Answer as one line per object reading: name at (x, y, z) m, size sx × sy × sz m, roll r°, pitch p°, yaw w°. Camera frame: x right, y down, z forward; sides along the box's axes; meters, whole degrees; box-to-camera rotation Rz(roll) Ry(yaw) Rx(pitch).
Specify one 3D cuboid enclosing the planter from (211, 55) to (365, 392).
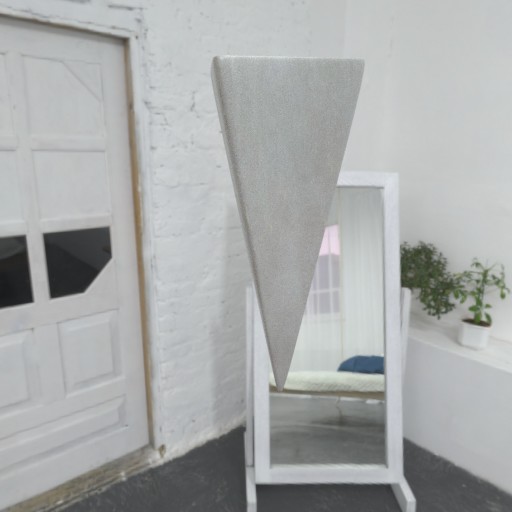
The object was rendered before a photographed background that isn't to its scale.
planter at (0.000, 0.000, 0.154) m, size 0.058 × 0.130 × 0.047 m, roll 7°, pitch 16°, yaw 26°
